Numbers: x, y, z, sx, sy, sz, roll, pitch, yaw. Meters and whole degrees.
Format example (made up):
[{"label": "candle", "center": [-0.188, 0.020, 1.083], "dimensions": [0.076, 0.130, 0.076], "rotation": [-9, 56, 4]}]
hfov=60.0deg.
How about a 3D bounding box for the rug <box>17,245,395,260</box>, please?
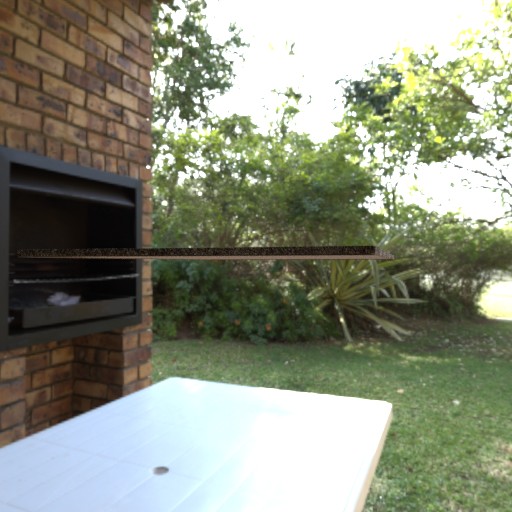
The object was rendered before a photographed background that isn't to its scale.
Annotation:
[{"label": "rug", "center": [0.000, 0.000, 2.083], "dimensions": [1.198, 0.025, 1.601], "rotation": [0, -1, 19]}]
